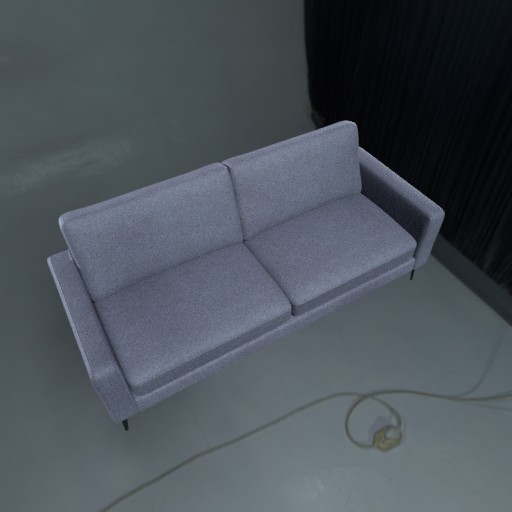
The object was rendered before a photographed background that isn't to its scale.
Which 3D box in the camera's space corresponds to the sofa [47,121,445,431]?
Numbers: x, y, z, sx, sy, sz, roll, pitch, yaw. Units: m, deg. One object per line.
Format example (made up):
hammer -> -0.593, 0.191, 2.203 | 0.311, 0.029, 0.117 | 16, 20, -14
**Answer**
sofa -> 0.000, 0.000, 2.374 | 1.925, 0.828, 0.774 | -23, 51, -20
